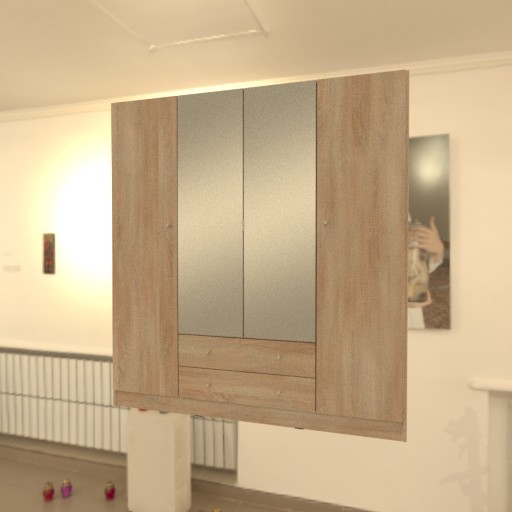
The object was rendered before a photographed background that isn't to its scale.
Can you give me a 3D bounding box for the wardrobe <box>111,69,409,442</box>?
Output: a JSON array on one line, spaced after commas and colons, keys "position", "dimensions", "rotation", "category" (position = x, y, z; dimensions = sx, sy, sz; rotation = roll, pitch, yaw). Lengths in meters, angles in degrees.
[{"position": [0.000, 0.000, 3.096], "dimensions": [1.998, 2.159, 0.598], "rotation": [0, 1, 17], "category": "wardrobe"}]
